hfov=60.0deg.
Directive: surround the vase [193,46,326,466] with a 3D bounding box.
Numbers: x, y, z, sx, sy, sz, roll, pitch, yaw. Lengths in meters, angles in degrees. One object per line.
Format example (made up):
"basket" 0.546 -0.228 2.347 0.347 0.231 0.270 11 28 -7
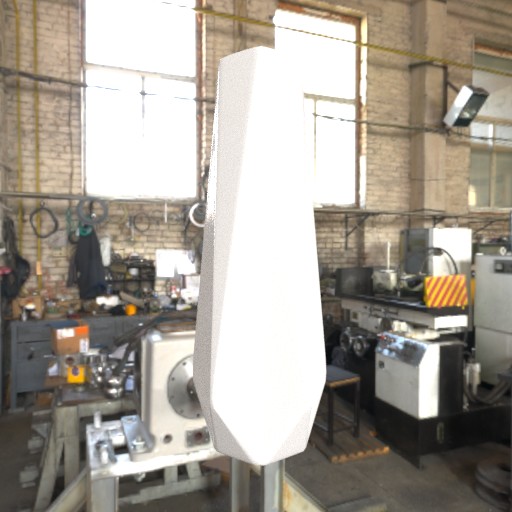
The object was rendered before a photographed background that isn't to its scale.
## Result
"vase" 0.000 0.000 0.379 0.122 0.329 0.116 1 1 36
